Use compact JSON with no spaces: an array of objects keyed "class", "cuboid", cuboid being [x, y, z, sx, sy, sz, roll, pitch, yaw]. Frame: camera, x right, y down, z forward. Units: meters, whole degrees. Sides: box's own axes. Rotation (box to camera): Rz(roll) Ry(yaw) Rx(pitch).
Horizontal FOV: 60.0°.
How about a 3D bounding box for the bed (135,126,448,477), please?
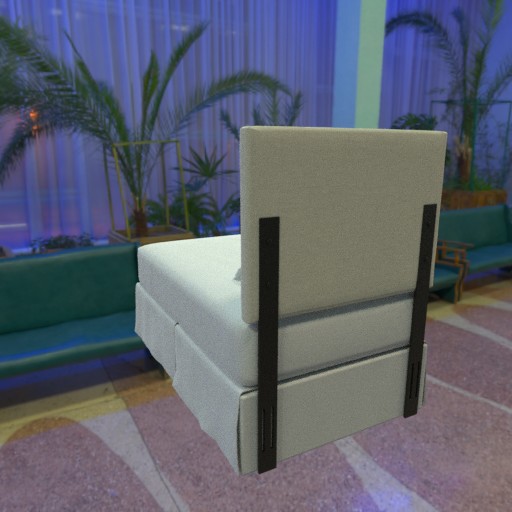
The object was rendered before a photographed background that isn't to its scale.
[{"class":"bed","cuboid":[0.000,0.000,2.971,1.261,1.571,1.997,-7,15,-27]}]
